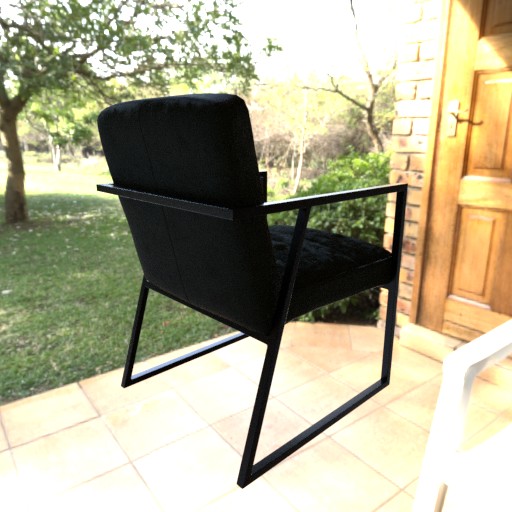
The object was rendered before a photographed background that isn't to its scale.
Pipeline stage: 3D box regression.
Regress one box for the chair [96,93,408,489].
[{"bbox_3d":[0.000,0.000,1.267,0.677,0.833,0.571,-14,21,-41],"label":"chair"}]
